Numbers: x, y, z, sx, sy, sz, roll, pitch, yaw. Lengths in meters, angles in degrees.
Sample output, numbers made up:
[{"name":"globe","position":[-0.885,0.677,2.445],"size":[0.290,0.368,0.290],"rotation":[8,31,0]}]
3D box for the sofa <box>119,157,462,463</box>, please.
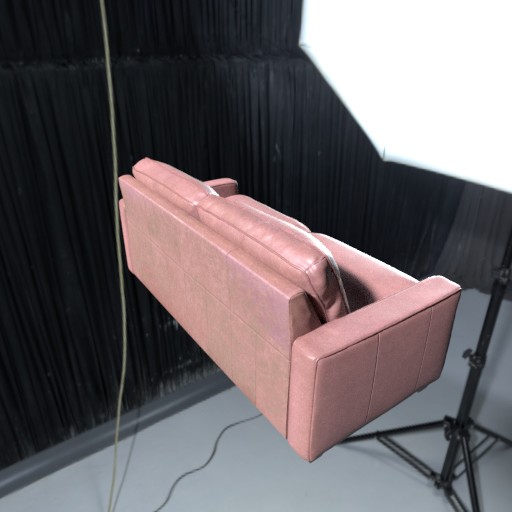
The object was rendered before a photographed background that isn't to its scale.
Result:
[{"name":"sofa","position":[0.000,0.000,2.601],"size":[0.940,0.919,2.080],"rotation":[-17,32,-31]}]
